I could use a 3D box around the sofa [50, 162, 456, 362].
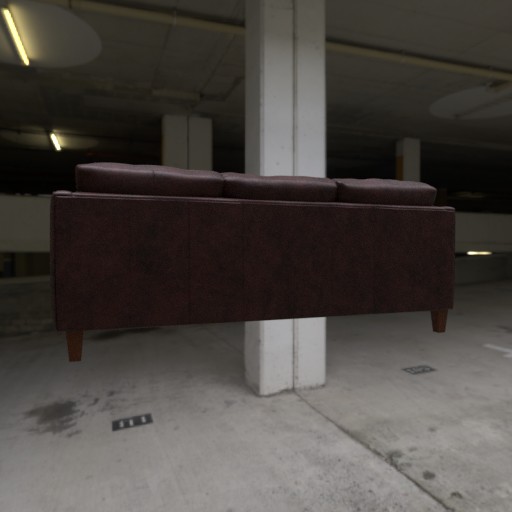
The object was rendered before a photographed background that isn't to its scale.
[{"bbox_3d":[0.000,0.000,3.000,2.464,1.006,1.045,0,1,-20],"label":"sofa"}]
